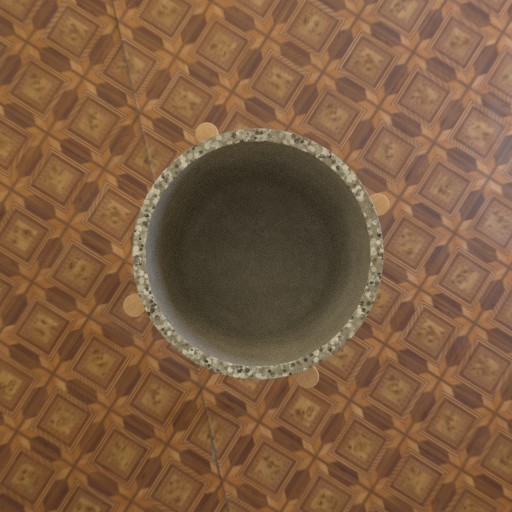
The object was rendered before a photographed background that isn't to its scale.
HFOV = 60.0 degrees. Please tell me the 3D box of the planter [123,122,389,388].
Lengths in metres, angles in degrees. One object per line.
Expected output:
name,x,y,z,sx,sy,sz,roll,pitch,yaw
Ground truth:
planter,0.000,0.000,0.551,0.284,0.320,0.284,0,89,-1
